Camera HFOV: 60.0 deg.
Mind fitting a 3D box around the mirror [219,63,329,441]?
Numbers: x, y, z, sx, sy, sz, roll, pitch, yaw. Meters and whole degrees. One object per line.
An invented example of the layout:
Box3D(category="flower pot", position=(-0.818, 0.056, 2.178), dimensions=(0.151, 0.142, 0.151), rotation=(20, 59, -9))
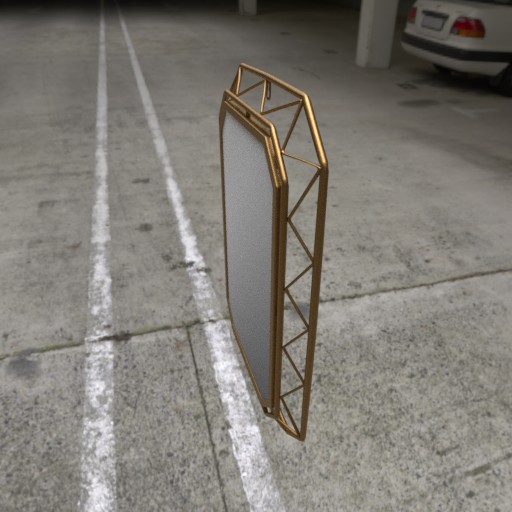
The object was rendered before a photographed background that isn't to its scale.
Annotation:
Box3D(category="mirror", position=(0.000, 0.000, 0.737), dimensions=(0.042, 0.566, 0.417), rotation=(-8, 31, -14))
